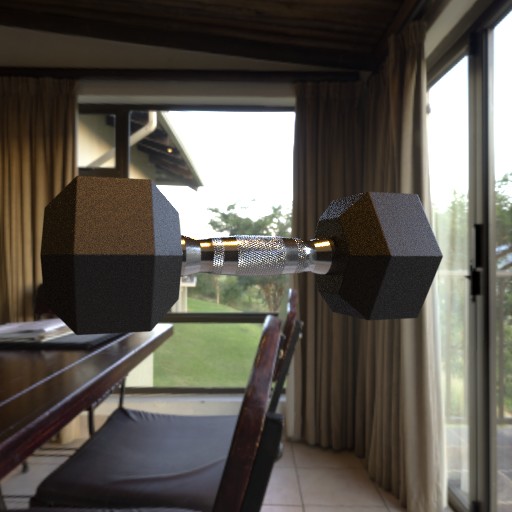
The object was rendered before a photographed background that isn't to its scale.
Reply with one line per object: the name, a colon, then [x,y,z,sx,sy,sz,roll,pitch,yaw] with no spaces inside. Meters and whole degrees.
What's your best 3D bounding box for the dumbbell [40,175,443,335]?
dumbbell: [0.000,0.000,0.317,0.272,0.092,0.106,0,0,-18]
